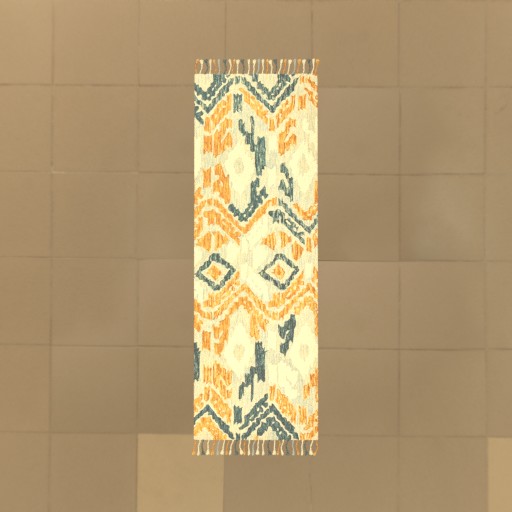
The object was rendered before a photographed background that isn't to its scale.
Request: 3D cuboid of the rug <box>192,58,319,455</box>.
[{"bbox_3d":[0.000,0.000,2.721,0.783,0.010,2.437,0,89,0],"label":"rug"}]
